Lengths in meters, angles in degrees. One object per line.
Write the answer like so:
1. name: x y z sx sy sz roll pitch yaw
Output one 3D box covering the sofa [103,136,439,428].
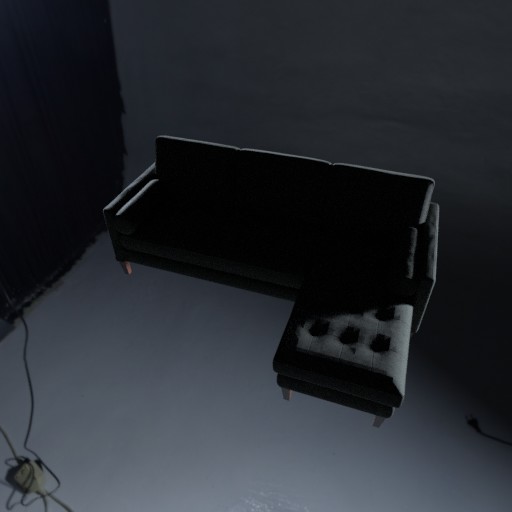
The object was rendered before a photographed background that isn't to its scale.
1. sofa: 0.000 0.000 2.899 2.178 0.876 1.506 12 41 14
